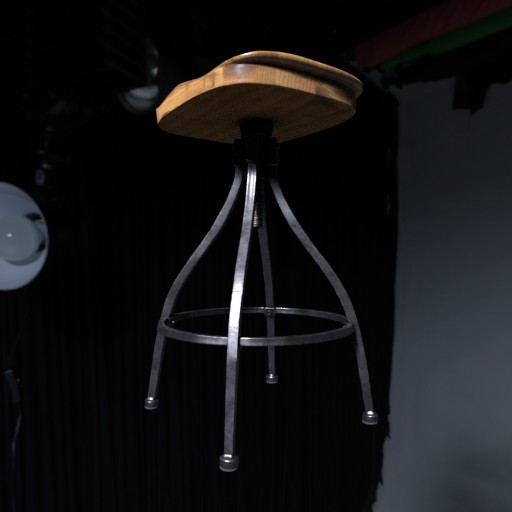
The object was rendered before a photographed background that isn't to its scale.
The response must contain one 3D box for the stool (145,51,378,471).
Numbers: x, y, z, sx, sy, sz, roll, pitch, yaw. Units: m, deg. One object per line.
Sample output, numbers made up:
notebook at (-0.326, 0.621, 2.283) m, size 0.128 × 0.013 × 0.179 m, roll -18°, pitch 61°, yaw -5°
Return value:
stool at (0.000, 0.000, 0.970) m, size 0.424 × 0.694 × 0.432 m, roll -1°, pitch 1°, yaw -35°
